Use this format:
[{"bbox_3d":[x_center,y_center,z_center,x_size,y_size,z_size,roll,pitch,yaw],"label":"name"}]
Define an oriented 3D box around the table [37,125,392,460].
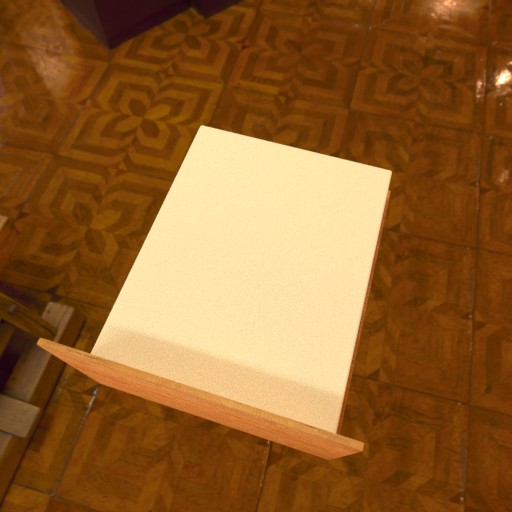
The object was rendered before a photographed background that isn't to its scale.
[{"bbox_3d":[0.000,0.000,3.099,1.707,1.041,2.149,16,64,8],"label":"table"}]
